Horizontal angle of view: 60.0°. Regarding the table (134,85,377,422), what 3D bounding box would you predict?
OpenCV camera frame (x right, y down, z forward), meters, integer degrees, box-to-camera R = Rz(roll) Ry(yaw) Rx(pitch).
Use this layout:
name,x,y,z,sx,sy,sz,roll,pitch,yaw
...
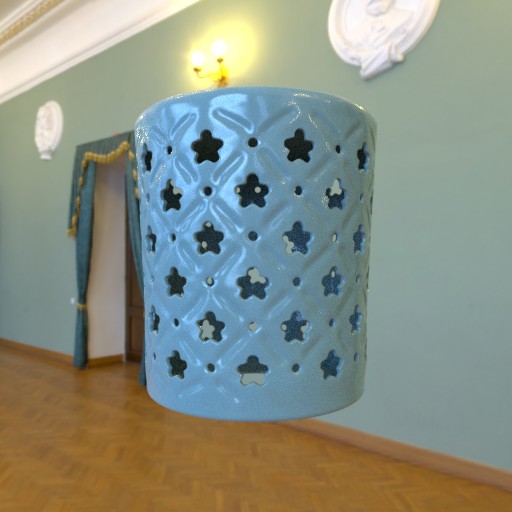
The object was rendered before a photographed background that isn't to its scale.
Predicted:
name,x,y,z,sx,sy,sz,roll,pitch,yaw
table,0.000,0.000,0.664,0.352,0.387,0.352,0,0,0
